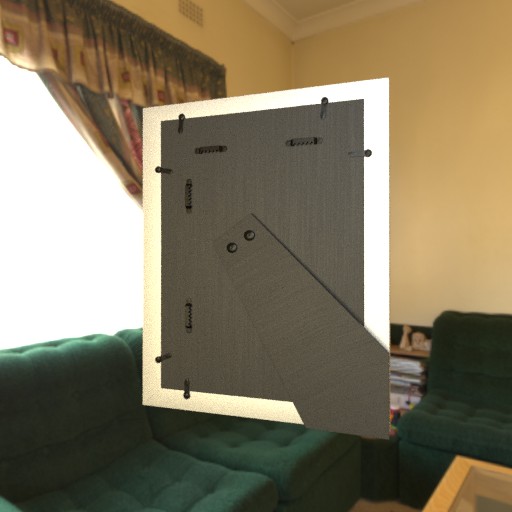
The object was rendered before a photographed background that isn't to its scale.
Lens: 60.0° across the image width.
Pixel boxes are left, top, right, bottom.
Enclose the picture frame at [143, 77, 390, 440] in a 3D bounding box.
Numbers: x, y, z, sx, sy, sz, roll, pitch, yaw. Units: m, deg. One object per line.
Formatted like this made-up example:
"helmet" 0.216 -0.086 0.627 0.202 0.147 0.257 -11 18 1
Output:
"picture frame" 0.000 0.000 0.532 0.307 0.386 0.036 0 0 19
